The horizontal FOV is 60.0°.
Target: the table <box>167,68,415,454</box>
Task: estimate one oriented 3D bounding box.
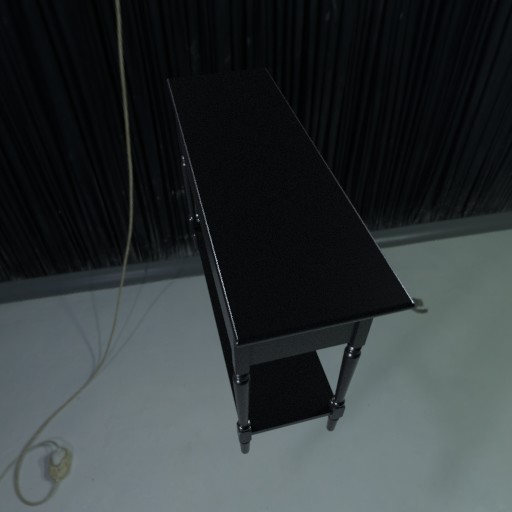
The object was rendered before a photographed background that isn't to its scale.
[{"bbox_3d":[0.000,0.000,1.583,0.386,0.819,1.191,-11,47,-10],"label":"table"}]
